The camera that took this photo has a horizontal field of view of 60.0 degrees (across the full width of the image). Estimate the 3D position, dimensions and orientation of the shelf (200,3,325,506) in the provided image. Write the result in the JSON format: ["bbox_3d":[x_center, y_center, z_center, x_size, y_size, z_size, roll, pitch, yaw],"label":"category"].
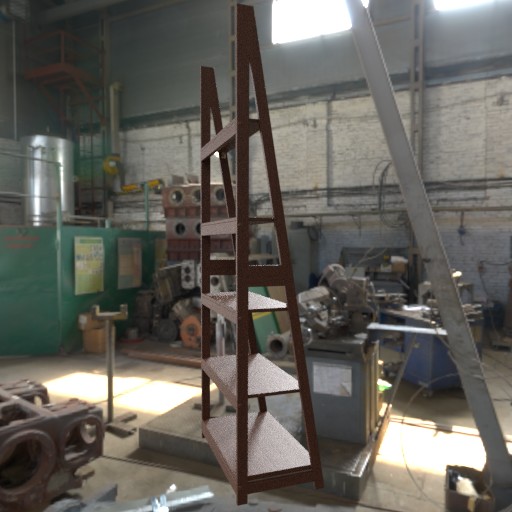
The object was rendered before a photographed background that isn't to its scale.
[{"bbox_3d":[0.000,0.000,1.898,0.350,1.770,0.600,-1,2,-19],"label":"shelf"}]
